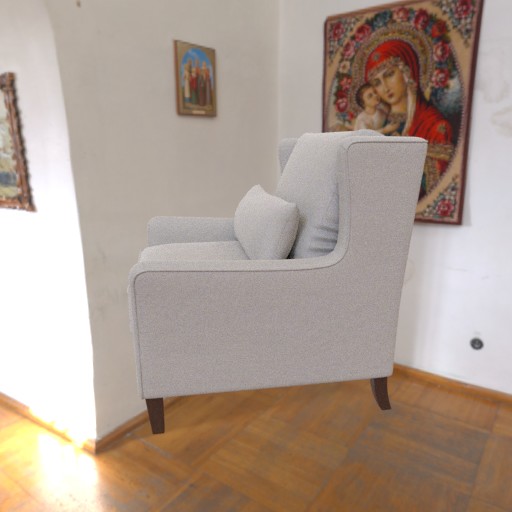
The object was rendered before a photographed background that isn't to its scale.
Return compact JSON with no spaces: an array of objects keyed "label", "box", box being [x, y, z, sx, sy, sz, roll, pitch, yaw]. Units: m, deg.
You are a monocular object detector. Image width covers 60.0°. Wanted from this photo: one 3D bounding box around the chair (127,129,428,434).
[{"label":"chair","box":[0.000,0.000,1.943,1.040,1.056,0.982,-2,15,-9]}]
